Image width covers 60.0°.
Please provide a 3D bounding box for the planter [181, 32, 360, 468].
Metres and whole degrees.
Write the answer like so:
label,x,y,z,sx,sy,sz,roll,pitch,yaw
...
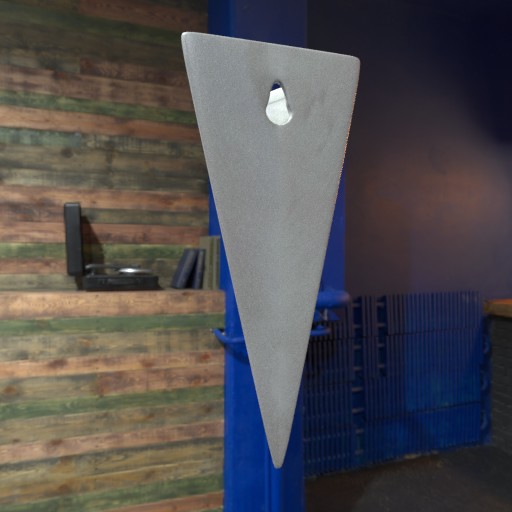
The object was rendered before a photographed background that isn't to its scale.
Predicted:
label,x,y,z,sx,sy,sz,roll,pitch,yaw
planter,0.000,0.000,0.157,0.058,0.130,0.047,0,0,-17
